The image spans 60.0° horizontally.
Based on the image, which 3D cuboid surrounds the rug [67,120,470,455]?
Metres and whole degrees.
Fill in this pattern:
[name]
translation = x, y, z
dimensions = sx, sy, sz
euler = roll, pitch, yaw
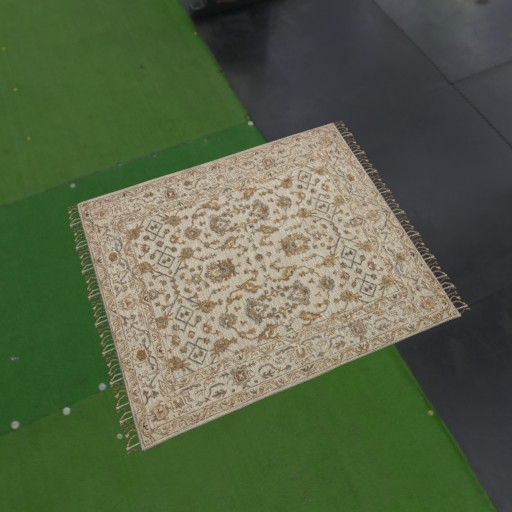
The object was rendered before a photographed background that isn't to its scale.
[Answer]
[rug]
translation = 0.000, 0.000, 4.096
dimensions = 3.061, 0.034, 2.426
euler = -20, 64, -10
